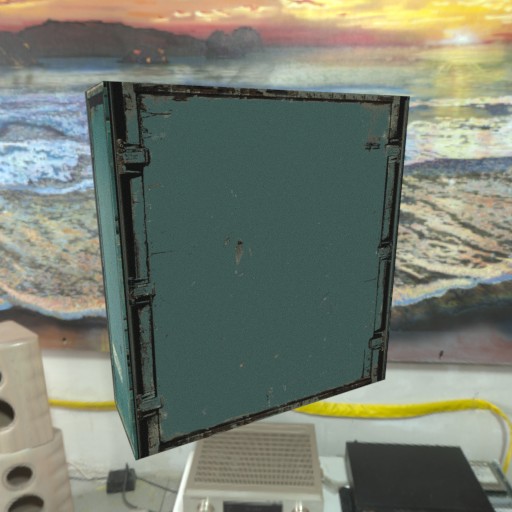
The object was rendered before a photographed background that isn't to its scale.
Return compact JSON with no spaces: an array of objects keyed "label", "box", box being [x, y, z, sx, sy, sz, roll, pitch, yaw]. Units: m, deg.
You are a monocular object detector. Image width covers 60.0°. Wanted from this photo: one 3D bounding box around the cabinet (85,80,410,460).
[{"label":"cabinet","box":[0.000,0.000,3.139,2.000,2.160,0.680,-8,17,-26]}]
